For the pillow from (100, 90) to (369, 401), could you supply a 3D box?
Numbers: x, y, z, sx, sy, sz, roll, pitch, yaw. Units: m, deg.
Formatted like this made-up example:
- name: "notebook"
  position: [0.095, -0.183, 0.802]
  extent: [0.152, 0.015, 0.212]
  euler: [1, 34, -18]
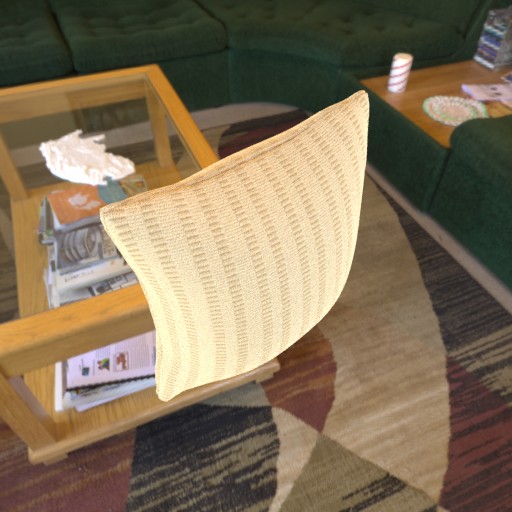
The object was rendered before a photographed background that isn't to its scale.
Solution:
- name: "pillow"
  position: [0.000, 0.000, 0.709]
  extent: [0.438, 0.419, 0.247]
  euler: [-32, 54, -27]
